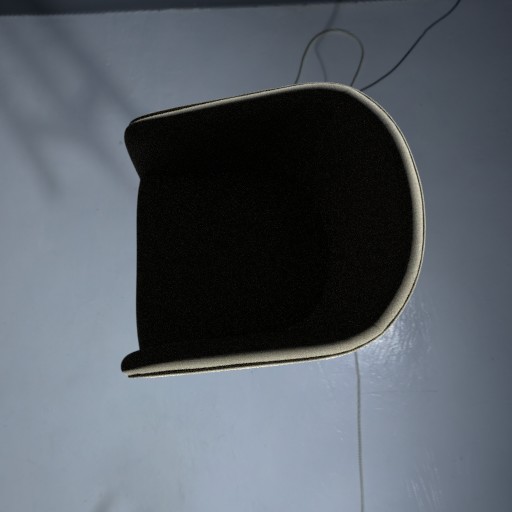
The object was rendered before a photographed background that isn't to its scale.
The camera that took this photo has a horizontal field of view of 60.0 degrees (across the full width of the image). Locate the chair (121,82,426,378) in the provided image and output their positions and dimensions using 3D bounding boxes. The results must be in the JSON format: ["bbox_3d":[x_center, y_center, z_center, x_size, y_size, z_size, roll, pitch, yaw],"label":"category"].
[{"bbox_3d":[0.000,0.000,1.167,0.616,0.775,0.584,-3,76,-1],"label":"chair"}]
